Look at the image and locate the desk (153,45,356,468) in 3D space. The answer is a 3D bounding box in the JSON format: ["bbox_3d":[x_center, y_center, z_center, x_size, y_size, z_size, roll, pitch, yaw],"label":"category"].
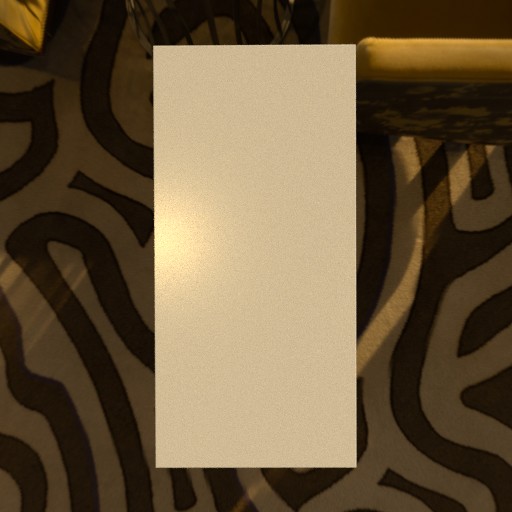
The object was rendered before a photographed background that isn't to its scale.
[{"bbox_3d":[0.000,0.000,1.499,0.509,0.780,1.059,0,91,0],"label":"desk"}]
